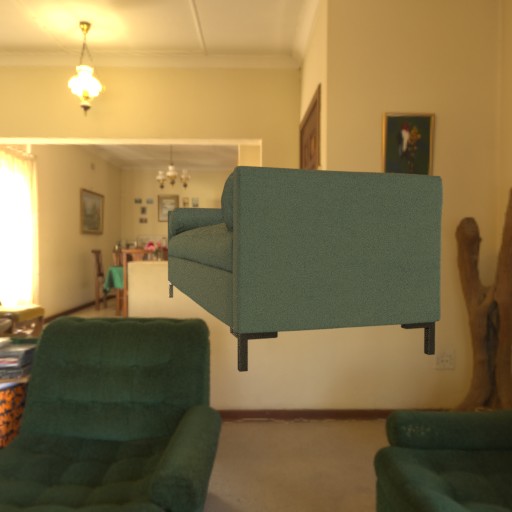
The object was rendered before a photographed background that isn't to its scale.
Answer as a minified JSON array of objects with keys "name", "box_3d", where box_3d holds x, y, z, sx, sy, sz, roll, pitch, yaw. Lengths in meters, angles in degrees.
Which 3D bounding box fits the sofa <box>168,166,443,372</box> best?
[{"name":"sofa","box_3d":[0.000,0.000,2.498,0.817,0.681,2.130,-1,2,-17]}]
